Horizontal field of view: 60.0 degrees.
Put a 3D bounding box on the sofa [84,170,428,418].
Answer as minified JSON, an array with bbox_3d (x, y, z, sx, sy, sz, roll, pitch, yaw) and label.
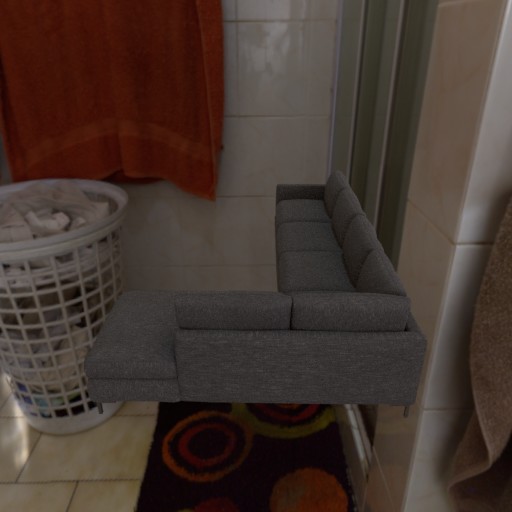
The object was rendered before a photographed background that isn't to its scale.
[{"bbox_3d":[0.000,0.000,3.882,2.007,0.815,2.949,1,27,1],"label":"sofa"}]
